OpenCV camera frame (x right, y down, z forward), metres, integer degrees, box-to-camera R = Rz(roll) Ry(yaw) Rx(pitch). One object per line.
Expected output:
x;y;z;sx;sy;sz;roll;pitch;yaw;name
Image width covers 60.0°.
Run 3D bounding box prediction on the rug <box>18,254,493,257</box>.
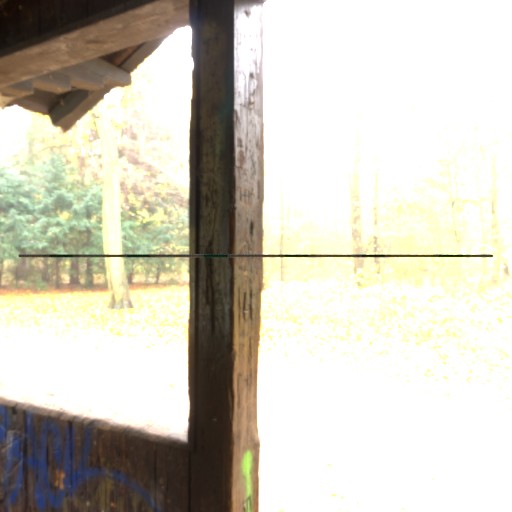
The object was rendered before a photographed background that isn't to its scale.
0.000;0.000;2.306;1.829;0.012;1.210;0;0;0;rug
